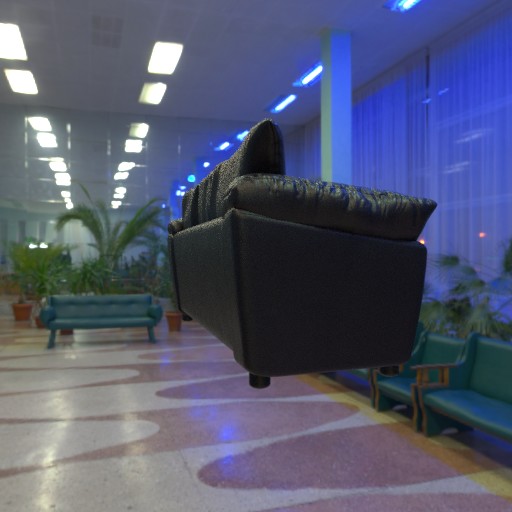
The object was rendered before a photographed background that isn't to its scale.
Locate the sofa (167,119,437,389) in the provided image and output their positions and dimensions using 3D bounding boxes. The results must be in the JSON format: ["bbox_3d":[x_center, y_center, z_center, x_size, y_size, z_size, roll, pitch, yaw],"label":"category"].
[{"bbox_3d":[0.000,0.000,2.814,0.880,1.073,2.336,0,0,-17],"label":"sofa"}]
